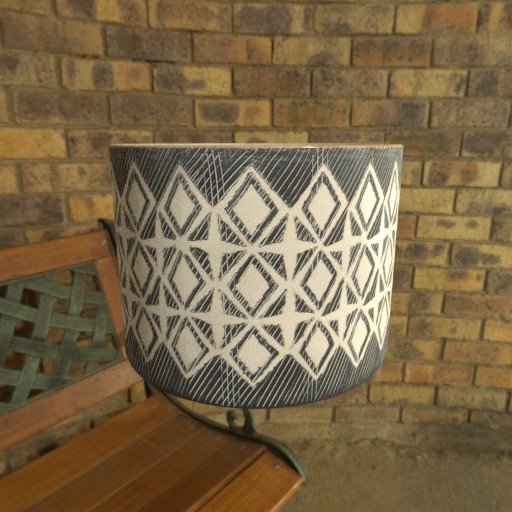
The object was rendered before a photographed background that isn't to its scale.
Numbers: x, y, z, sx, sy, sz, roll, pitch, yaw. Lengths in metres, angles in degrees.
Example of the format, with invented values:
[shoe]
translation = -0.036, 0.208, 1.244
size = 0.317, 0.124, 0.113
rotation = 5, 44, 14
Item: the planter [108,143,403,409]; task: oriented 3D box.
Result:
[planter]
translation = 0.000, 0.000, 0.213
size = 0.126, 0.104, 0.126
rotation = 0, 15, 0
